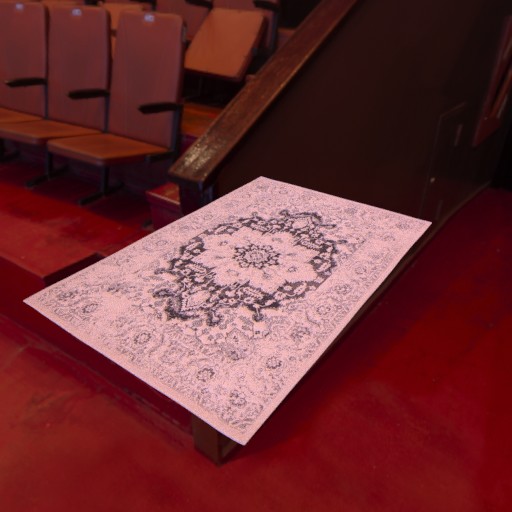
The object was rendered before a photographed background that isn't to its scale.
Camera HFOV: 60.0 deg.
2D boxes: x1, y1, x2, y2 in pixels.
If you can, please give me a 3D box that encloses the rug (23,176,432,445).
[{"bbox_3d":[0.000,0.000,2.261,1.223,0.008,1.813,21,37,30],"label":"rug"}]
